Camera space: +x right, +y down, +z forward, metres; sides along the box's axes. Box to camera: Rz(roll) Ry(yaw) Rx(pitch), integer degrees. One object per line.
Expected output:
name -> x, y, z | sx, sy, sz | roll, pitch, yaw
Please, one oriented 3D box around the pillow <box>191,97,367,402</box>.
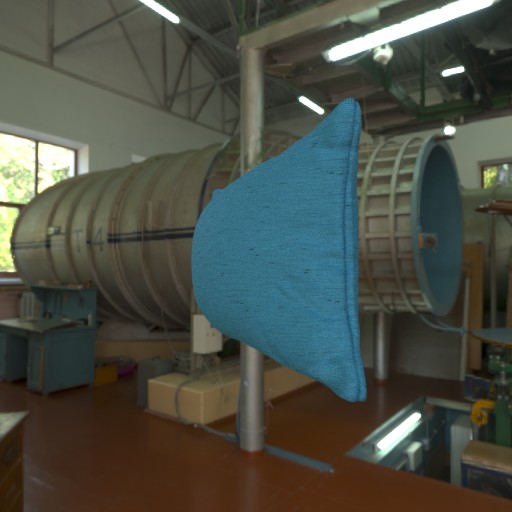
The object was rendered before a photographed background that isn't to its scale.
pillow -> 0.000, 0.000, 0.779 | 0.210, 0.338, 0.633 | 0, -1, -19
